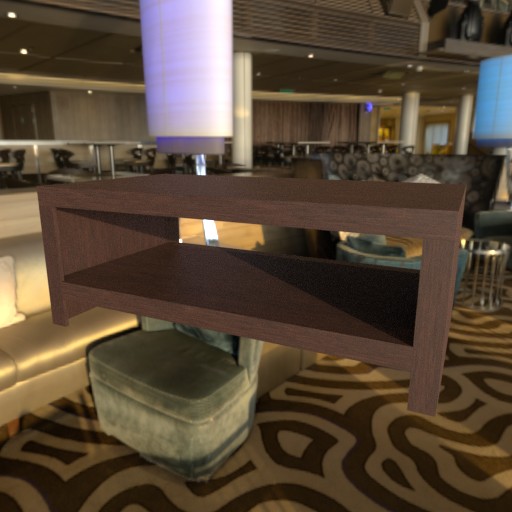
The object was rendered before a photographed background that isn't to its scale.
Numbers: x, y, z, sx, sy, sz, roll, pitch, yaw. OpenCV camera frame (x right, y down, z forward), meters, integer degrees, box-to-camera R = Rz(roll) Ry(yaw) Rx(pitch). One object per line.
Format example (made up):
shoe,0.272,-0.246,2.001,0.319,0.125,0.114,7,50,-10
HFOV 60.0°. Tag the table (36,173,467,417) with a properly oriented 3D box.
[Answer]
table,0.000,0.000,1.340,1.099,0.424,0.597,7,16,25
